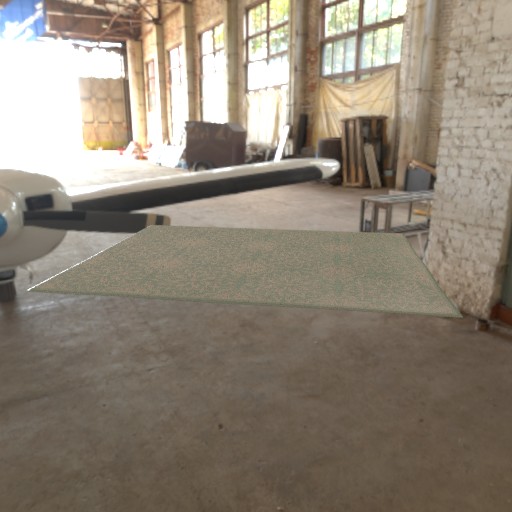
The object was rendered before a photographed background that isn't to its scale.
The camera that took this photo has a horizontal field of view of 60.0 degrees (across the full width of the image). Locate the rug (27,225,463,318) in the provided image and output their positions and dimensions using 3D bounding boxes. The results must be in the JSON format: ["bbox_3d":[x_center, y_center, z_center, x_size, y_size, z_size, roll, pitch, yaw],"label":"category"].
[{"bbox_3d":[0.000,0.000,4.095,2.980,0.012,2.363,2,16,9],"label":"rug"}]
